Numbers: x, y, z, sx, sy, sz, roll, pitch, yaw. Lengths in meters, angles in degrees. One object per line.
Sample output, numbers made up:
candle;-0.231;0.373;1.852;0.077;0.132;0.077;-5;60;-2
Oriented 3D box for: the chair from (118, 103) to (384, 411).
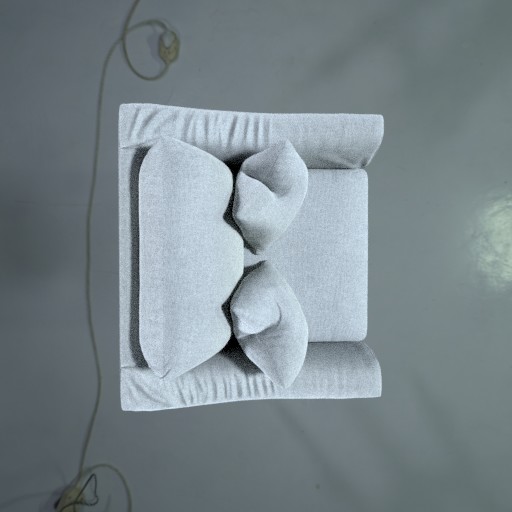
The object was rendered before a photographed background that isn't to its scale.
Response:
chair;0.000;0.000;2.039;1.071;1.059;1.194;0;91;-1
